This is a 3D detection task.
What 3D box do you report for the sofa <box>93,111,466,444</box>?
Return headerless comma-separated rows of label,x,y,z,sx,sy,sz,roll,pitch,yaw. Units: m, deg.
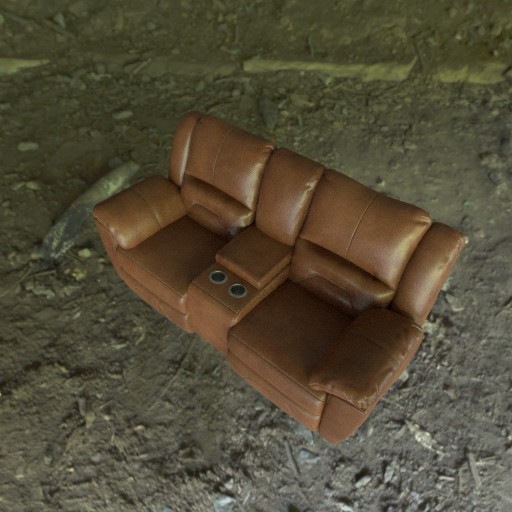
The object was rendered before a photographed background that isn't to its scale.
sofa,0.000,0.000,2.678,2.058,1.043,0.991,32,54,27
